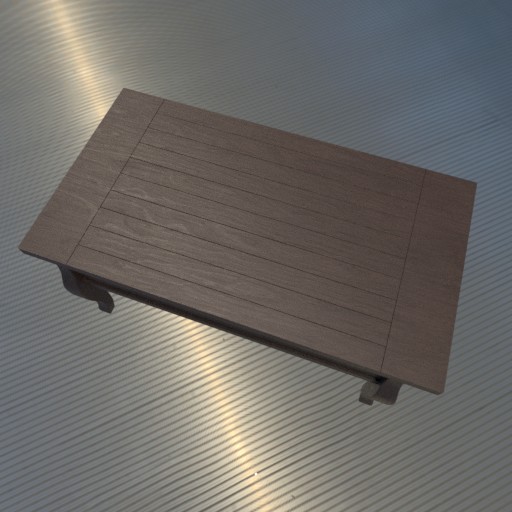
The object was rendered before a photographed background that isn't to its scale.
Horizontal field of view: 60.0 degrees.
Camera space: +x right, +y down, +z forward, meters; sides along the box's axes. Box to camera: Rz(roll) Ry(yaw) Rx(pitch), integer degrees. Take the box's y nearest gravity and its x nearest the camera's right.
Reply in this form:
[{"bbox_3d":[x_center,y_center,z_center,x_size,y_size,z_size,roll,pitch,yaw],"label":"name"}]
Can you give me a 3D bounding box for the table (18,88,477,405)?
[{"bbox_3d":[0.000,0.000,1.375,1.062,0.494,0.600,18,65,8],"label":"table"}]
